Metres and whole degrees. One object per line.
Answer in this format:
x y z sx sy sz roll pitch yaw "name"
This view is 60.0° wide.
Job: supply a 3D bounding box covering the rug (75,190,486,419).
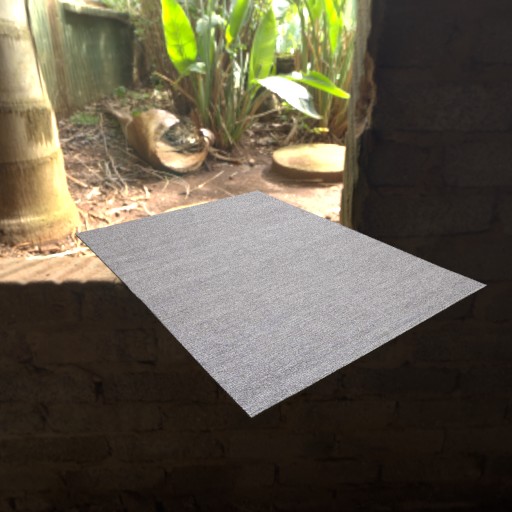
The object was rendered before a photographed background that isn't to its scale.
0.000 0.000 4.198 2.434 0.045 3.202 -18 31 -32 "rug"
